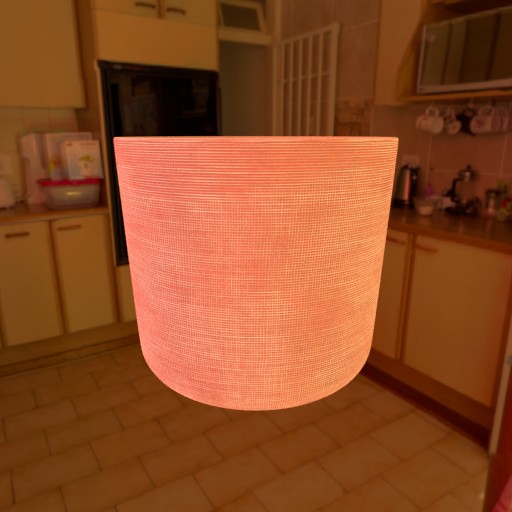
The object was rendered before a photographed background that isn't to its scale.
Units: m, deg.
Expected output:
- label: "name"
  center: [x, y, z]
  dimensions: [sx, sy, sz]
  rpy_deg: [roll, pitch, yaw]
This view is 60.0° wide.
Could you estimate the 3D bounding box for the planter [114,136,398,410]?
- label: "planter"
  center: [0.000, 0.000, 0.769]
  dimensions: [0.440, 0.398, 0.440]
  rpy_deg: [0, 15, 0]
